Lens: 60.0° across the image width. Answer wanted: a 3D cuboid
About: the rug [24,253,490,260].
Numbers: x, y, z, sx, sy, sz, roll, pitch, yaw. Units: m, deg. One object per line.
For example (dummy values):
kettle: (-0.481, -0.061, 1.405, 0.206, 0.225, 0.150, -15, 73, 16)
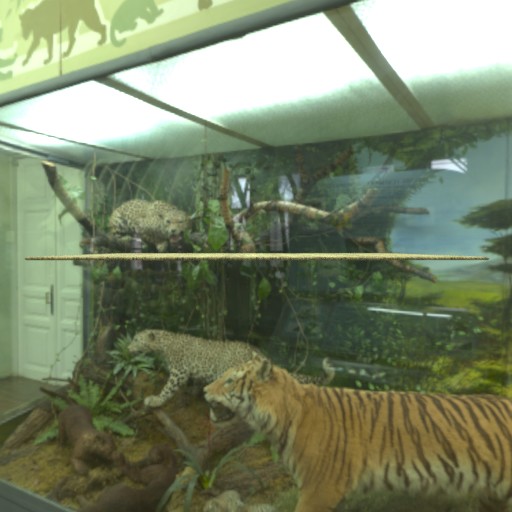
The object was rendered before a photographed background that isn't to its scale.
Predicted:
rug: (0.000, 0.000, 2.362, 1.846, 0.014, 1.243, 0, 1, -1)
